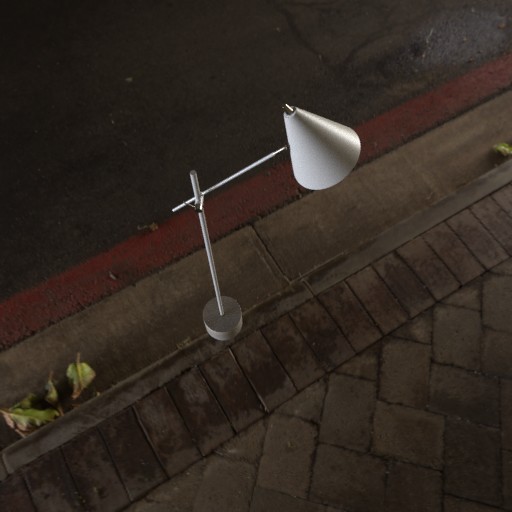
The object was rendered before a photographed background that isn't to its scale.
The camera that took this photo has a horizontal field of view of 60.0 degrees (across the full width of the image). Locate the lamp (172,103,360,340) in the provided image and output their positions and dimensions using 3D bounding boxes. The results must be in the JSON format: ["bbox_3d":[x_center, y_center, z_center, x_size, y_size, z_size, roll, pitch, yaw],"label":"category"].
[{"bbox_3d":[0.000,0.000,1.599,0.508,1.430,0.223,1,63,1],"label":"lamp"}]
